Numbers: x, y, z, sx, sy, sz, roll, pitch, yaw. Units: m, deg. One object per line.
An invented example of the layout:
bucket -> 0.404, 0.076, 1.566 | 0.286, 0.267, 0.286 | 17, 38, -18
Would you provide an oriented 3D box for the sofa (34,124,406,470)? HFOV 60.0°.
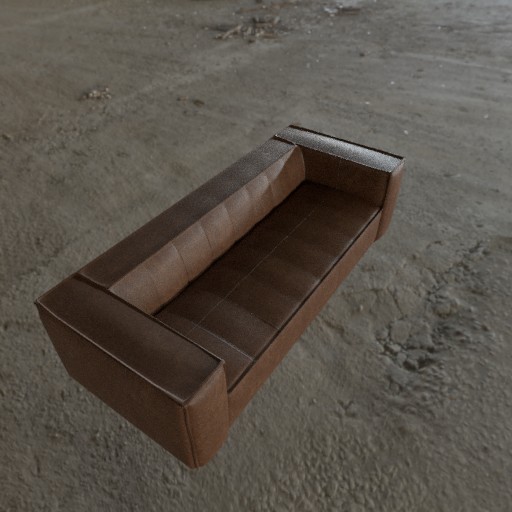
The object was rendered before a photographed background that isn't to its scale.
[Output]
sofa -> 0.000, 0.000, 3.043 | 1.102, 0.701, 2.581 | 25, 47, 25
